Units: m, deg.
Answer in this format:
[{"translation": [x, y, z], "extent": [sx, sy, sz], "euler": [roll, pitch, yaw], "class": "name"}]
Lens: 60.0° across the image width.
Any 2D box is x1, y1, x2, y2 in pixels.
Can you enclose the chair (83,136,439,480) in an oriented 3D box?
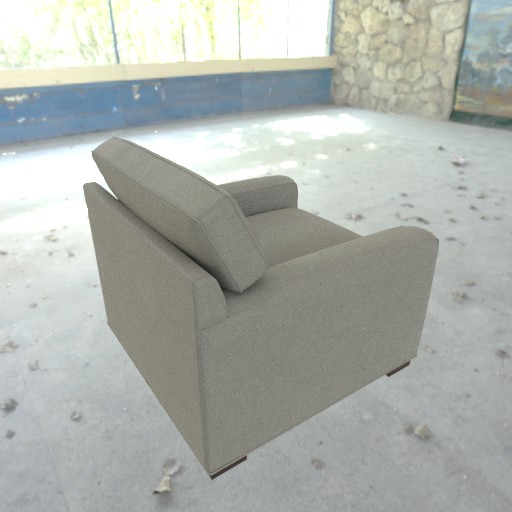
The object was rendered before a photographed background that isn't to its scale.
[{"translation": [0.000, 0.000, 1.825], "extent": [1.044, 0.934, 0.999], "euler": [-17, 31, -30], "class": "chair"}]
